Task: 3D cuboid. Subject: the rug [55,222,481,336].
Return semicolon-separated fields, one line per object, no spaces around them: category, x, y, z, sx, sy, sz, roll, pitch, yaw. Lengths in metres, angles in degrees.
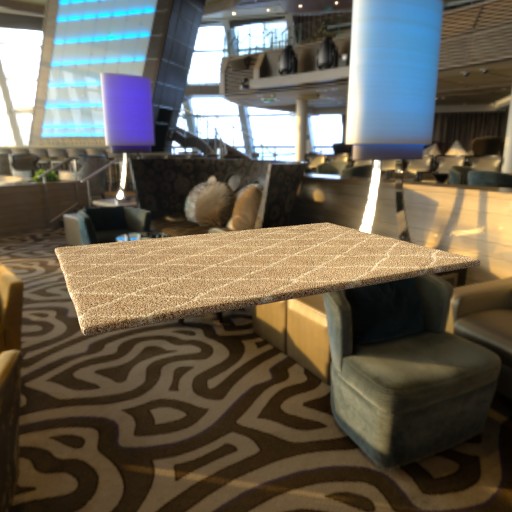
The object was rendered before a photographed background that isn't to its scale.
rug;0.000;0.000;2.225;1.778;0.030;1.219;-7;15;-26
